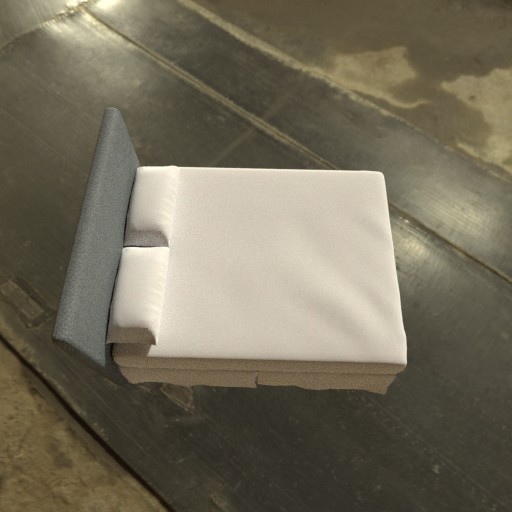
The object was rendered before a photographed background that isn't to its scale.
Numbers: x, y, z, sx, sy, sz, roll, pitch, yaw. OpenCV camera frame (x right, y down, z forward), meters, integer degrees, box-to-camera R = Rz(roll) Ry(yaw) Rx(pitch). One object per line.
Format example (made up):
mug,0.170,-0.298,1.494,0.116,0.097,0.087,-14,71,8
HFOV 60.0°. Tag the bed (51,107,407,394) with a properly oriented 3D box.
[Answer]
bed,0.000,0.000,3.246,2.142,1.330,1.723,1,64,1
